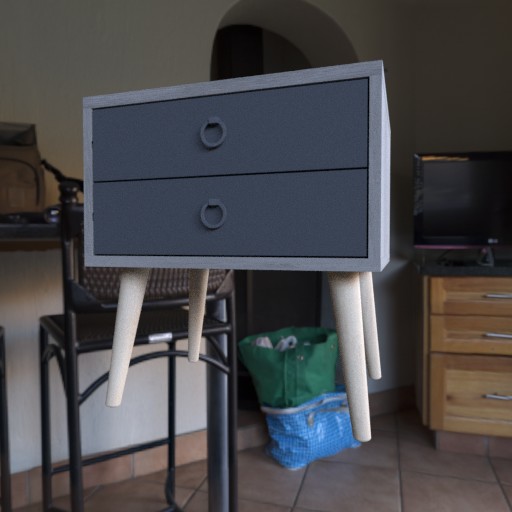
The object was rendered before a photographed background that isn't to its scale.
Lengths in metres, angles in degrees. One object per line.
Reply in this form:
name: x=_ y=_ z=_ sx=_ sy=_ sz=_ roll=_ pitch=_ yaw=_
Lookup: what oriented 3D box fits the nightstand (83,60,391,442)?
nightstand: x=0.000 y=0.000 z=0.799 sx=0.450 sy=0.500 sz=0.380 roll=1 pitch=2 yaw=18
